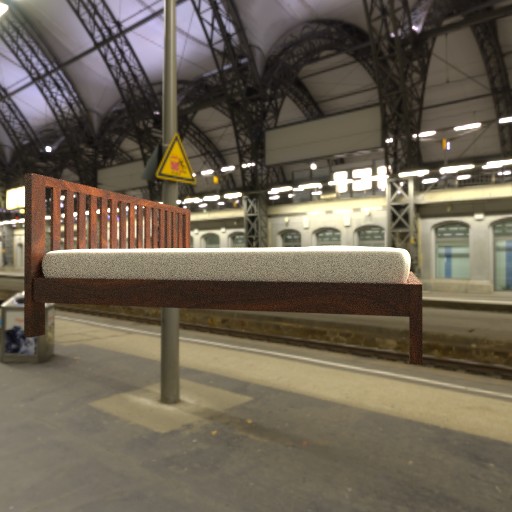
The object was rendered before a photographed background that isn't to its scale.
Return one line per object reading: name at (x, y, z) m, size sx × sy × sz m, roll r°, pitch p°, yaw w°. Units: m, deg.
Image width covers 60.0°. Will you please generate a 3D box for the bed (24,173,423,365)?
bed at (0.000, 0.000, 3.003) m, size 2.030 × 0.890 × 1.905 m, roll 0°, pitch 0°, yaw 18°
